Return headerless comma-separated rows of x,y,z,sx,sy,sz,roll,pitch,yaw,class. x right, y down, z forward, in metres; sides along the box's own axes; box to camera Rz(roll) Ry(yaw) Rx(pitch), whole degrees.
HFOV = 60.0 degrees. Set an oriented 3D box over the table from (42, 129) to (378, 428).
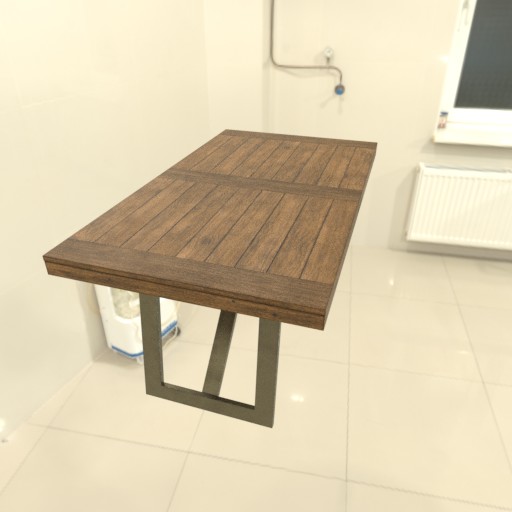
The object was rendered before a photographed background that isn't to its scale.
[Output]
0.000,0.000,2.186,0.931,0.757,1.641,9,32,15,table
